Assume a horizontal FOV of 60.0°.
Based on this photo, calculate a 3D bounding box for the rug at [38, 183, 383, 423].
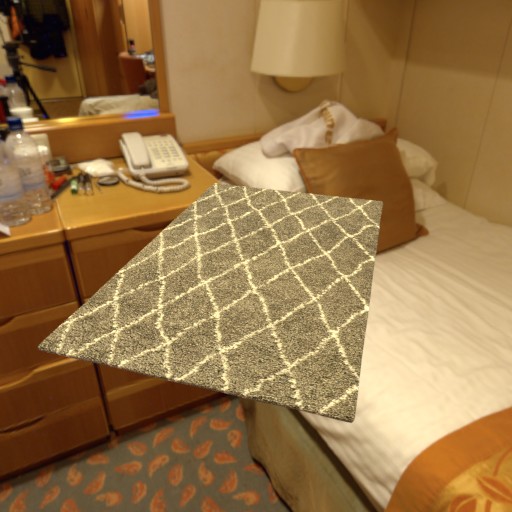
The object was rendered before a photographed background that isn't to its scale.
[{"bbox_3d":[0.000,0.000,3.428,1.778,0.030,2.743,8,31,14],"label":"rug"}]
